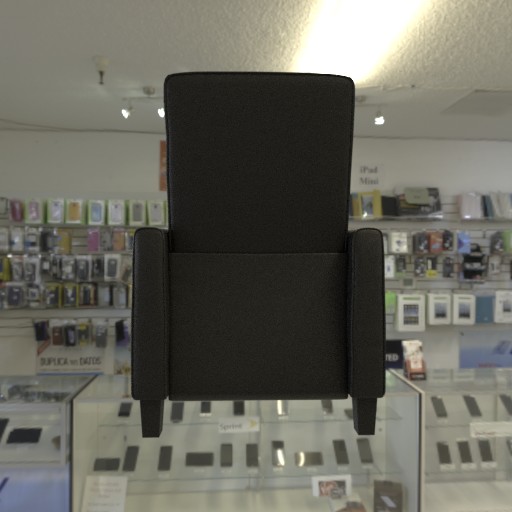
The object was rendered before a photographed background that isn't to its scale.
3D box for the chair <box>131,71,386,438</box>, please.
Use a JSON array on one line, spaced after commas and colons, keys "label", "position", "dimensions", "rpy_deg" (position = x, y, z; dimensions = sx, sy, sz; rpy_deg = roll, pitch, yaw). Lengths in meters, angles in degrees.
[{"label": "chair", "position": [0.000, 0.000, 1.546], "dimensions": [0.705, 1.013, 0.746], "rpy_deg": [0, 0, -2]}]
